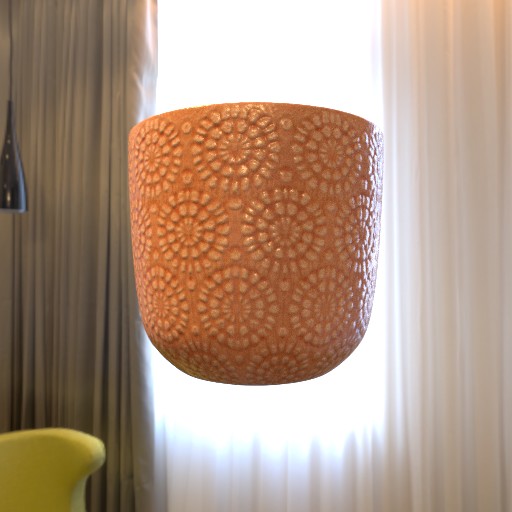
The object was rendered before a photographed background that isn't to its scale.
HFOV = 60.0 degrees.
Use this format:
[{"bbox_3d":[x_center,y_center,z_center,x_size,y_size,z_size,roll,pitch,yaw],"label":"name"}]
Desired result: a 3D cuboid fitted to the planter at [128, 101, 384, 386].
[{"bbox_3d":[0.000,0.000,0.375,0.208,0.190,0.208,0,0,0],"label":"planter"}]
